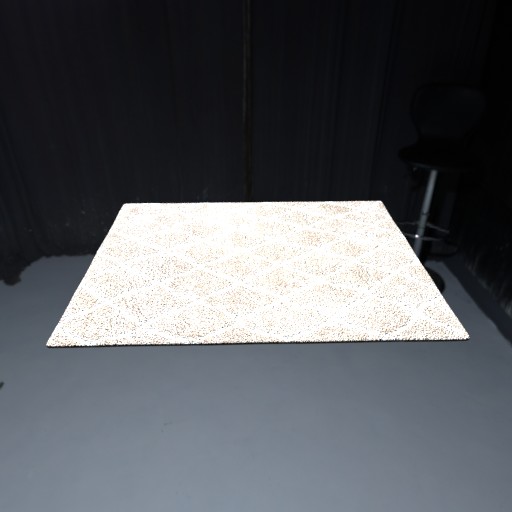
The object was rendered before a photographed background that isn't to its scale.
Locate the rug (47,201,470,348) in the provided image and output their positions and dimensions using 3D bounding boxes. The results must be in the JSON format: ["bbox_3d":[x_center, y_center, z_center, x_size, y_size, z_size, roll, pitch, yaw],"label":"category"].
[{"bbox_3d":[0.000,0.000,4.208,3.047,0.029,2.438,-1,31,-1],"label":"rug"}]
